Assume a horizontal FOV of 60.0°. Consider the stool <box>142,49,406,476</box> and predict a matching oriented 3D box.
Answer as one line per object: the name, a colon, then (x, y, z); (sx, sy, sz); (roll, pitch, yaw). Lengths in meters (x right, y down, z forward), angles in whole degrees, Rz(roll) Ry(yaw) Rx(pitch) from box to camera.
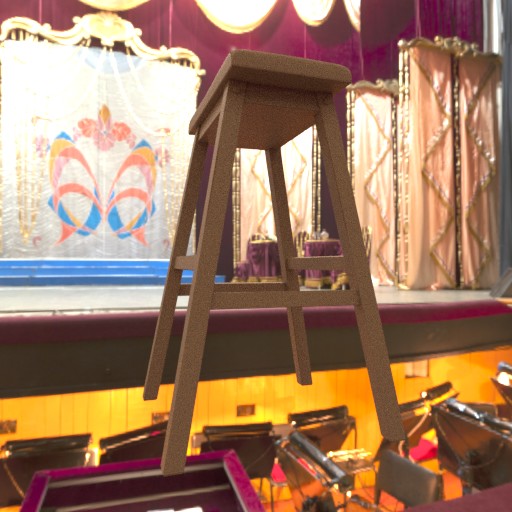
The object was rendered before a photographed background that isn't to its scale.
stool: (0.000, 0.000, 1.028); (0.476, 0.737, 0.457); (0, -1, -18)
